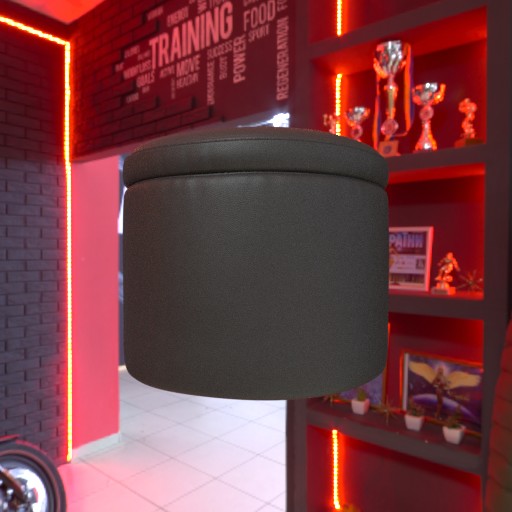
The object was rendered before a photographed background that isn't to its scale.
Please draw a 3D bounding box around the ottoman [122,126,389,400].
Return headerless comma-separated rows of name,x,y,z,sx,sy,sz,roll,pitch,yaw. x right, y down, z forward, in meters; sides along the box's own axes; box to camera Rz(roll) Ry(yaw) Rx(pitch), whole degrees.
ottoman,0.000,0.000,0.867,0.500,0.409,0.500,0,1,0
